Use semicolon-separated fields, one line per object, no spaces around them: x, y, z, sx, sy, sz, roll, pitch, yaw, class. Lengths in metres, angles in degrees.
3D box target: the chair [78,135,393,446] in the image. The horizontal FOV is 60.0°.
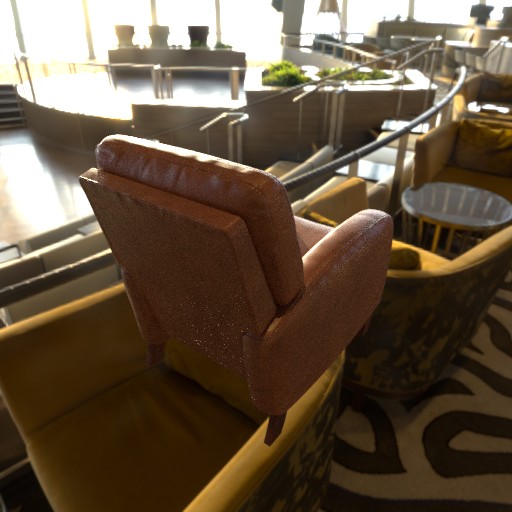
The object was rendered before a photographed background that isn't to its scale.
0.000;0.000;1.707;0.762;0.990;0.990;21;36;32;chair
